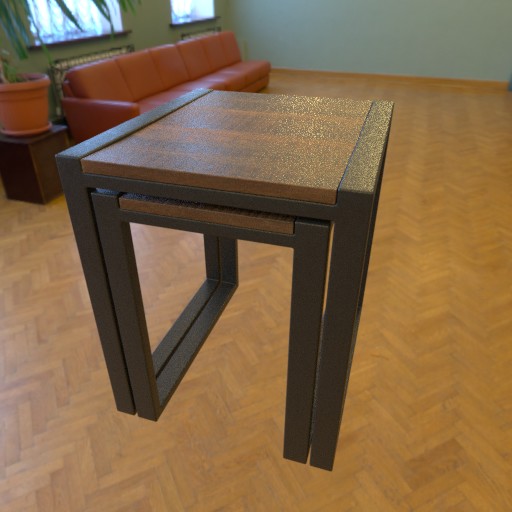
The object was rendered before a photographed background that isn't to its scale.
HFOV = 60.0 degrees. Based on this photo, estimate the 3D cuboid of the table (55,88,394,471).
[{"bbox_3d":[0.000,0.000,0.923,0.449,0.550,0.500,9,33,15],"label":"table"}]
